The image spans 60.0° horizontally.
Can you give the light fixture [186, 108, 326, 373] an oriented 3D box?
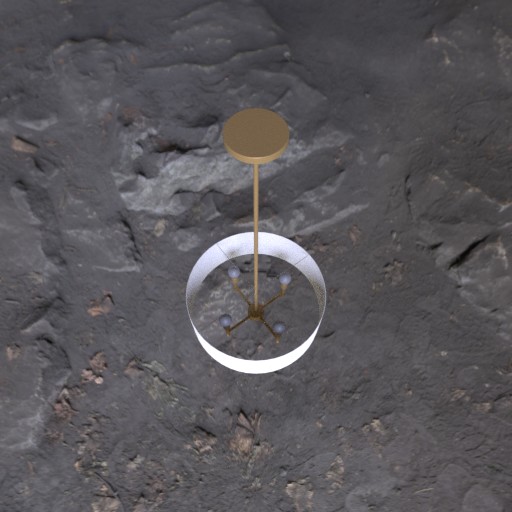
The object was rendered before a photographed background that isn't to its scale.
[{"bbox_3d":[0.000,0.000,1.369,0.508,1.067,0.508,0,62,0],"label":"light fixture"}]
